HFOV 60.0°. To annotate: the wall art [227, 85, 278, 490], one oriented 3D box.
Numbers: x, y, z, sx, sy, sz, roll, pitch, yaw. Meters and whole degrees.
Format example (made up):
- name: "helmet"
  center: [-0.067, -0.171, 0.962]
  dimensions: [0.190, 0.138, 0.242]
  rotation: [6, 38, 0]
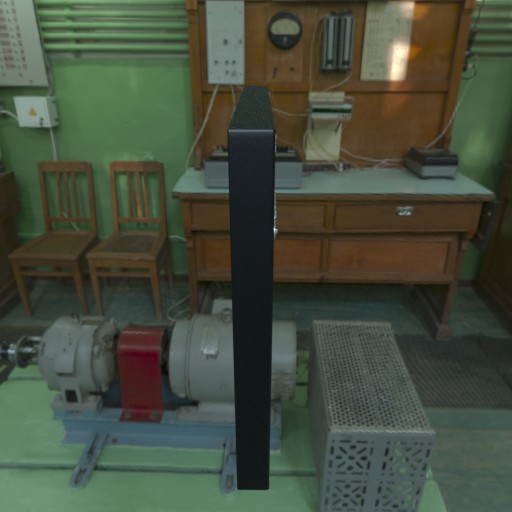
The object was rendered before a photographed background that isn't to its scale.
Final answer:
- name: "wall art"
  center: [0.000, 0.000, 0.605]
  dimensions: [0.041, 0.407, 0.406]
  rotation: [0, 25, 0]
